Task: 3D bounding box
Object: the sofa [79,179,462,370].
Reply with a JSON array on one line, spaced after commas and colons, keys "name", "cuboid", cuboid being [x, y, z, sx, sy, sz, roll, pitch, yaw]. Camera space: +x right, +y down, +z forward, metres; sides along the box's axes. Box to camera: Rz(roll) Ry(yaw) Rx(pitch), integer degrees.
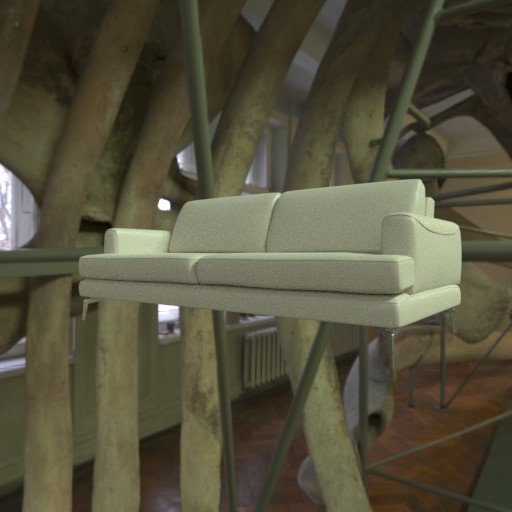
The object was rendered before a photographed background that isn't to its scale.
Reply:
[{"name": "sofa", "cuboid": [0.000, 0.000, 2.436, 1.940, 0.765, 0.974, 0, 0, 37]}]
